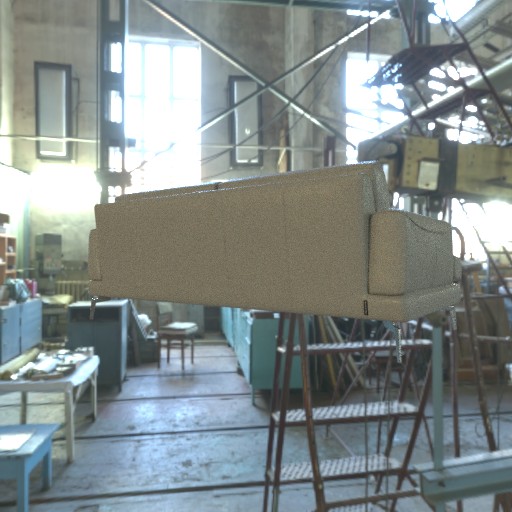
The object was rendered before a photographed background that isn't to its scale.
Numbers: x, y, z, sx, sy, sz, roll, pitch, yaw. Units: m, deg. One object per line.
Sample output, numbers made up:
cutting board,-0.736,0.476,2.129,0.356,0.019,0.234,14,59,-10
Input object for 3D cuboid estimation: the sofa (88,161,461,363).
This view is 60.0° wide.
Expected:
sofa,0.000,0.000,2.458,1.940,0.765,0.974,0,0,36
